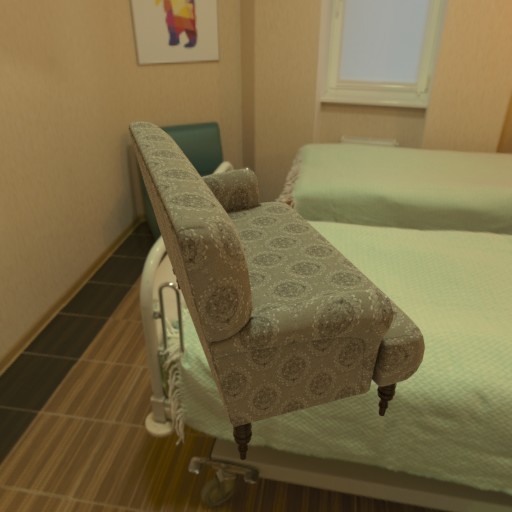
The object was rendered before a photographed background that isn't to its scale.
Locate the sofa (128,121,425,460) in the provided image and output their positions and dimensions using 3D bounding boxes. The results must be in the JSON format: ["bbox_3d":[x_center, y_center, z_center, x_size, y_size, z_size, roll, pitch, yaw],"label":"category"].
[{"bbox_3d":[0.000,0.000,1.776,0.779,0.889,1.297,-10,31,-17],"label":"sofa"}]
